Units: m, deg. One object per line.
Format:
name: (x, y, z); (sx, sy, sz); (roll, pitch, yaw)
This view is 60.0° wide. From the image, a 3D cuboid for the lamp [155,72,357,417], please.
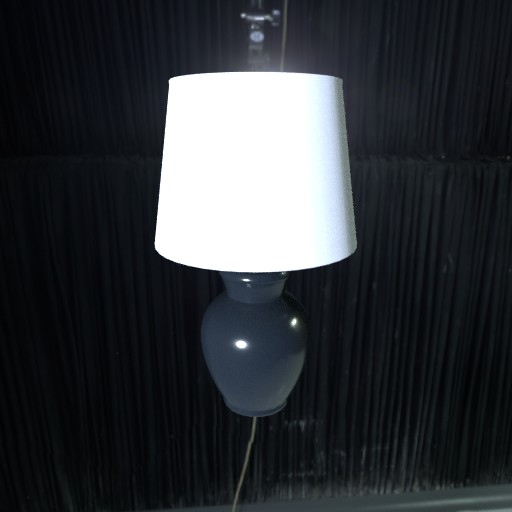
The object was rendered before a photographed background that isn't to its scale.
lamp: (0.000, 0.000, 0.544); (0.239, 0.399, 0.239); (0, 16, 0)
